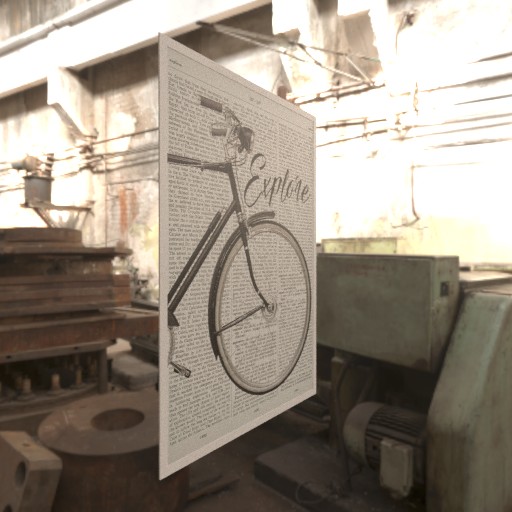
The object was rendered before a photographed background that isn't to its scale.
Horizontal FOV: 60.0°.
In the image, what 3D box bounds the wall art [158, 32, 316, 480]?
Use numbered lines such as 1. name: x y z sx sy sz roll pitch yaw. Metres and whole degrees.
1. wall art: 0.000 0.000 0.791 0.003 0.610 0.457 0 0 35
